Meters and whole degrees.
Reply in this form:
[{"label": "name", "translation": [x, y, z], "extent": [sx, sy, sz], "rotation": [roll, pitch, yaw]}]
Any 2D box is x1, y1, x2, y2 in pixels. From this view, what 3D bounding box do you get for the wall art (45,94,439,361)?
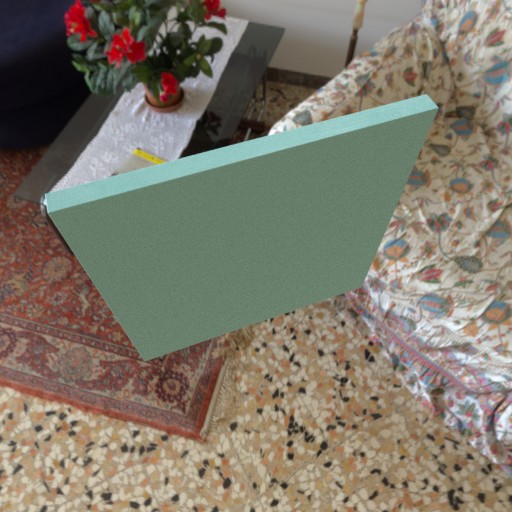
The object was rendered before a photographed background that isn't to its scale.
[{"label": "wall art", "translation": [0.000, 0.000, 0.908], "extent": [0.603, 0.603, 0.036], "rotation": [-17, 60, -11]}]
